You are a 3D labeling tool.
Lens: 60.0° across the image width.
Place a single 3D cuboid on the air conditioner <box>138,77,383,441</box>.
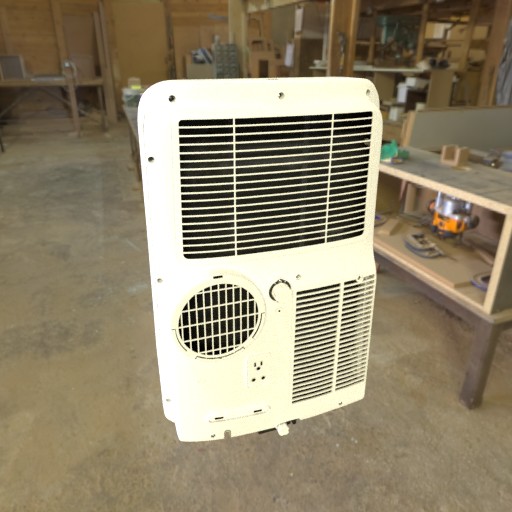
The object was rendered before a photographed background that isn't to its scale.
[{"bbox_3d":[0.000,0.000,0.931,0.454,0.700,0.365,-8,26,-17],"label":"air conditioner"}]
